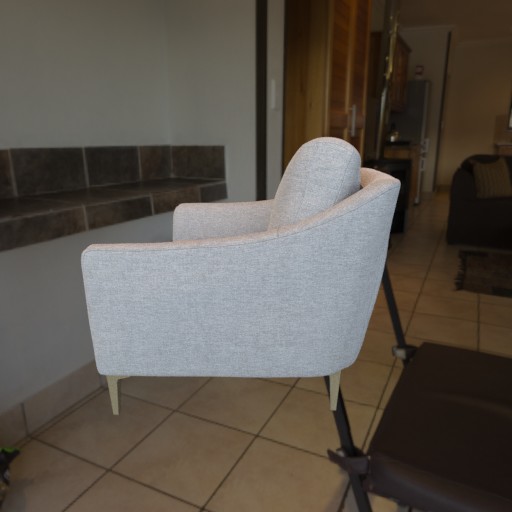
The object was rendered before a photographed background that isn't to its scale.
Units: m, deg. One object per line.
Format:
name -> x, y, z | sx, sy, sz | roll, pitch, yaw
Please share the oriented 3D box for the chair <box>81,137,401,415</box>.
chair -> 0.000, 0.000, 1.747 | 0.961, 0.902, 0.986 | 2, 15, 7
